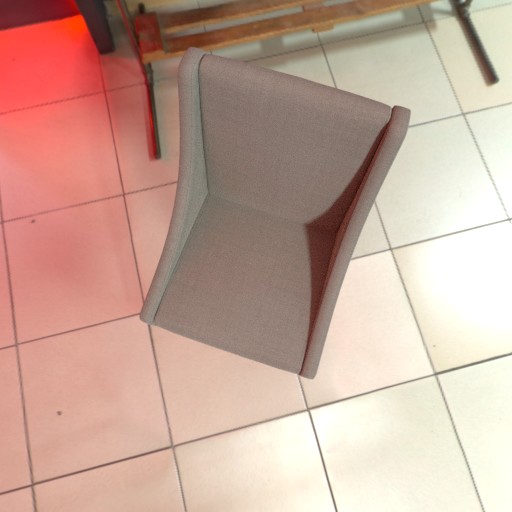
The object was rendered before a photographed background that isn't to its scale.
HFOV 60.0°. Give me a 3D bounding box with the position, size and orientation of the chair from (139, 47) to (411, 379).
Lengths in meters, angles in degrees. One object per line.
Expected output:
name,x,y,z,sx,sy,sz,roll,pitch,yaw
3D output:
chair,0.000,0.000,1.399,0.575,1.021,0.611,18,76,5
